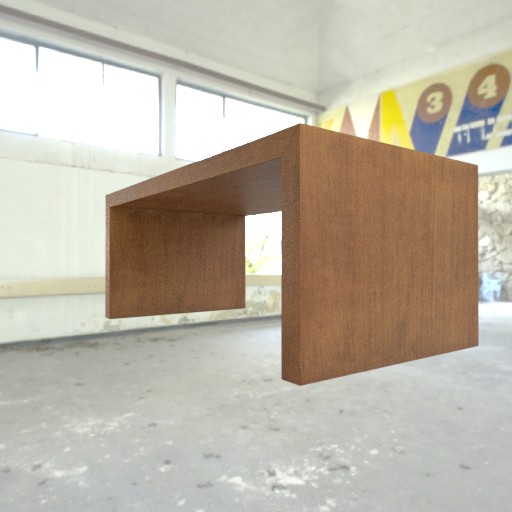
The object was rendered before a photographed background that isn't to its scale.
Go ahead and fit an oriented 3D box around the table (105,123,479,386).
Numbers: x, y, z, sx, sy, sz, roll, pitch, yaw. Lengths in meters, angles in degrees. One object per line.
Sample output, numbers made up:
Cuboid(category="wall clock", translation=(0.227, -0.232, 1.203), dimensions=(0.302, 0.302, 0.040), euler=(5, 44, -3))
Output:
Cuboid(category="table", translation=(0.000, 0.000, 1.269), dimensions=(0.549, 0.419, 1.000), euler=(0, 0, -36))
